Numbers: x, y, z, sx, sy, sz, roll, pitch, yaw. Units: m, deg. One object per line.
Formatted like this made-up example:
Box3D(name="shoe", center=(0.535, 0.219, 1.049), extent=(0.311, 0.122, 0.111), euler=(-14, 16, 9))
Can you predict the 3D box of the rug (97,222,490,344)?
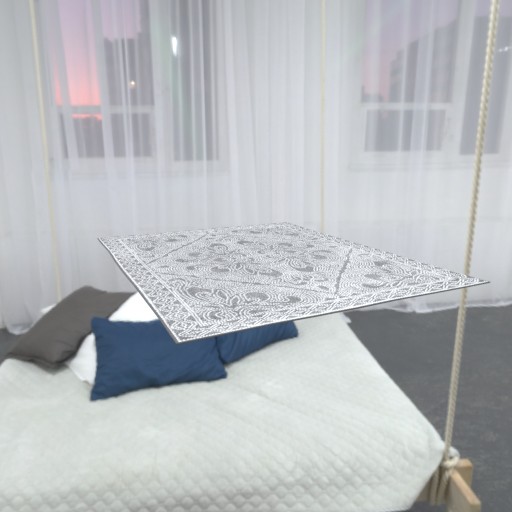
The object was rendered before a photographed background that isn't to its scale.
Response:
Box3D(name="rug", center=(0.000, 0.000, 4.106), extent=(2.438, 0.012, 3.048), euler=(-7, 15, -25))
